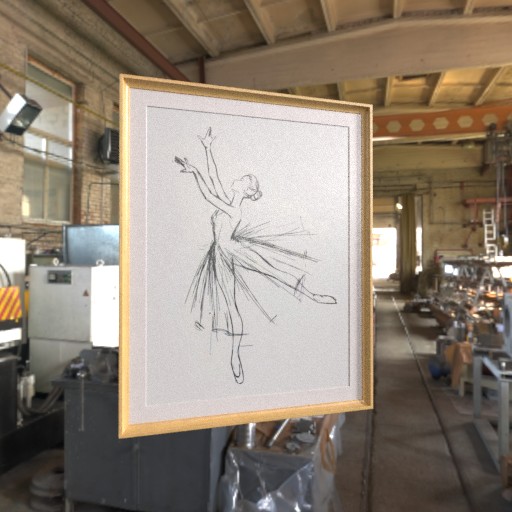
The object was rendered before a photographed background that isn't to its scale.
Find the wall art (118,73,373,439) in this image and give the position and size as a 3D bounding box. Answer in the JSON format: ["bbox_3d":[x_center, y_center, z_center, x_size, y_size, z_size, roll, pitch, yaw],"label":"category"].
[{"bbox_3d":[0.000,0.000,1.352,0.798,1.002,0.030,0,-1,-18],"label":"wall art"}]
